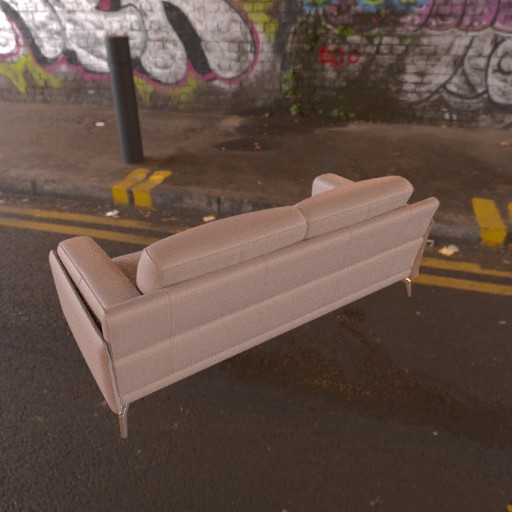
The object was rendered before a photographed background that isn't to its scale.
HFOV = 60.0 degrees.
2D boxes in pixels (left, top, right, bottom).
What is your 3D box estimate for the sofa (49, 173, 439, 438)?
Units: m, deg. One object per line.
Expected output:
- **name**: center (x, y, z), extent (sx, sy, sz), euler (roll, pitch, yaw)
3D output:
- **sofa**: center (0.000, 0.000, 2.603), extent (2.101, 0.930, 1.049), euler (-19, 35, -29)
